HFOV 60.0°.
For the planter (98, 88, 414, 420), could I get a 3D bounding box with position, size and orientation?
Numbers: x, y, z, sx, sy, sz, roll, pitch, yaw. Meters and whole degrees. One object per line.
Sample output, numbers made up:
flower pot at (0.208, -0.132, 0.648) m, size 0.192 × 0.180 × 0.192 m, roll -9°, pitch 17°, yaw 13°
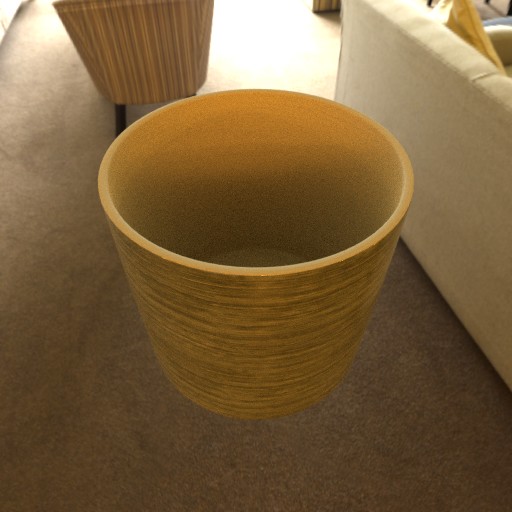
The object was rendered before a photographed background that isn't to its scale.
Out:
planter at (0.000, 0.000, 0.391) m, size 0.221 × 0.201 × 0.221 m, roll 0°, pitch 46°, yaw 0°
